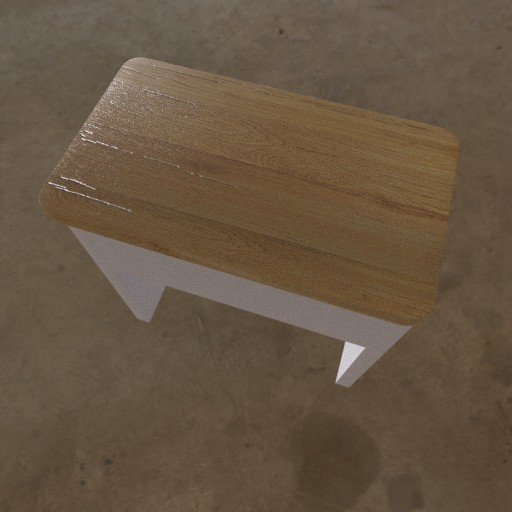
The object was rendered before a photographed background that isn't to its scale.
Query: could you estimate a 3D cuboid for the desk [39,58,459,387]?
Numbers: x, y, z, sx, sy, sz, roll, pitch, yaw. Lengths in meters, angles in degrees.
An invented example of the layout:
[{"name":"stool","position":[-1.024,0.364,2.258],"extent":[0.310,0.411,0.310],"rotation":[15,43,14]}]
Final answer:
[{"name":"desk","position":[0.000,0.000,1.237],"extent":[0.760,0.790,0.440],"rotation":[16,65,8]}]
